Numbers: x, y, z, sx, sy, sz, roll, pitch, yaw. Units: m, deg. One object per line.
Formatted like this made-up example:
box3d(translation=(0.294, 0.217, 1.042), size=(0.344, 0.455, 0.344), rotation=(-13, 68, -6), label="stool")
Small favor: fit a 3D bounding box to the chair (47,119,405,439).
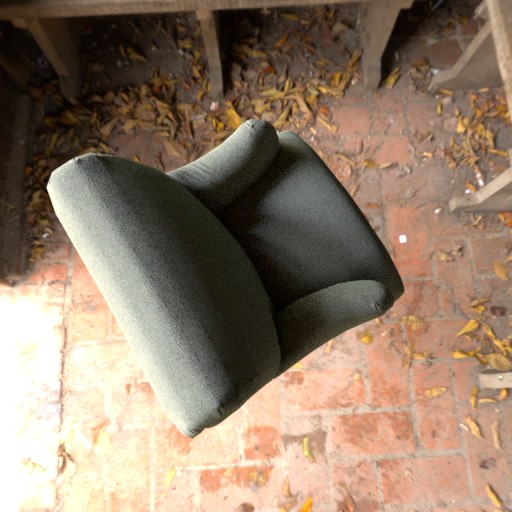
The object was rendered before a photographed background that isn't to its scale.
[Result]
box3d(translation=(0.000, 0.000, 1.880), size=(1.060, 1.178, 0.964), rotation=(-31, 78, -7), label="chair")
